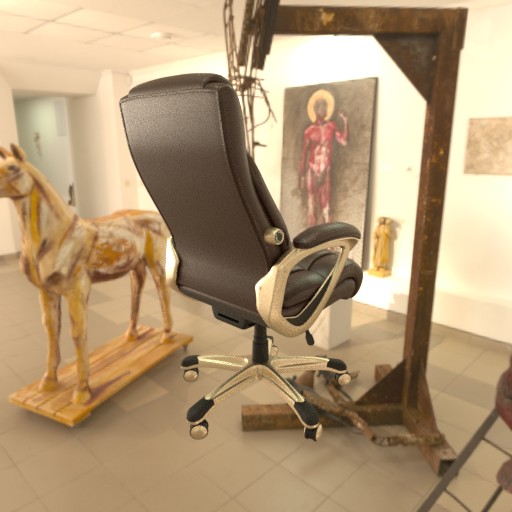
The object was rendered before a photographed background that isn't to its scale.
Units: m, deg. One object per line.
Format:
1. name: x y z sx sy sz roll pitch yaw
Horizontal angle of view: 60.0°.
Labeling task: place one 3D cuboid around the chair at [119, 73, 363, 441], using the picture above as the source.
1. chair: 0.000 0.000 1.644 0.692 1.194 0.749 14 20 42
